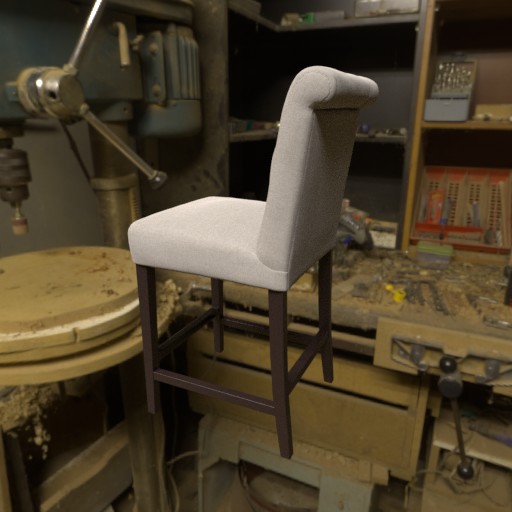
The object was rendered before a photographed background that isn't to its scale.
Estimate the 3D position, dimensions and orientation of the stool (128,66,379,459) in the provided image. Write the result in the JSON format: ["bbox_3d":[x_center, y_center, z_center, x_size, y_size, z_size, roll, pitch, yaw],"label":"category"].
[{"bbox_3d":[0.000,0.000,1.376,0.601,1.040,0.493,9,20,24],"label":"stool"}]
